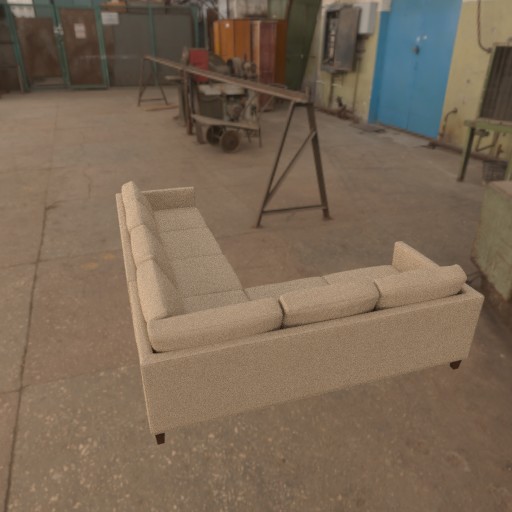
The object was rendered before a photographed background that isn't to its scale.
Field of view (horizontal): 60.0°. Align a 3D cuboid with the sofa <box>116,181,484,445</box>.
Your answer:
[{"bbox_3d":[0.000,0.000,4.285,2.432,0.863,3.182,-8,28,-16],"label":"sofa"}]
